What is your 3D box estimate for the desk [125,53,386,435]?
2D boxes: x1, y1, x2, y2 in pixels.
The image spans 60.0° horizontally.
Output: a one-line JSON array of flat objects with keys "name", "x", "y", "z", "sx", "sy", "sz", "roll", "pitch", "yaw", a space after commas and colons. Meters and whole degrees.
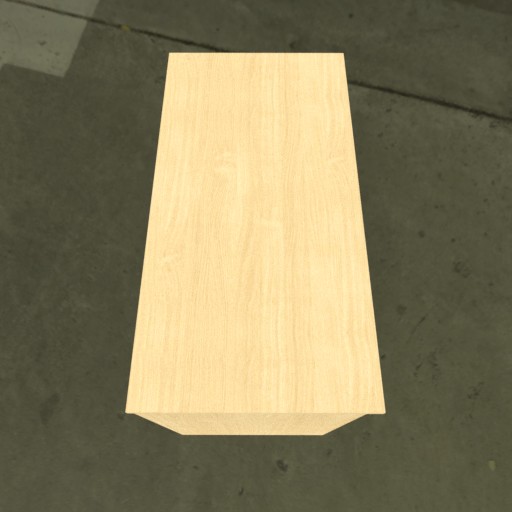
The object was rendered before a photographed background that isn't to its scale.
[{"name": "desk", "x": 0.000, "y": 0.000, "z": 1.521, "sx": 0.560, "sy": 0.735, "sz": 1.097, "roll": 0, "pitch": 65, "yaw": 0}]
